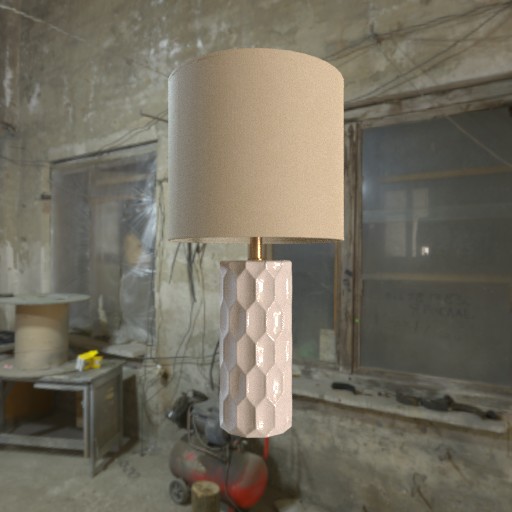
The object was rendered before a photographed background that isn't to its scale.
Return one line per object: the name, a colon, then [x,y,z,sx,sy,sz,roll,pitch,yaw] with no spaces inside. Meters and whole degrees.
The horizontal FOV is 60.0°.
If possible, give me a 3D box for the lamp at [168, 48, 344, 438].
lamp: [0.000,0.000,0.709,0.277,0.537,0.277,0,0,-1]
